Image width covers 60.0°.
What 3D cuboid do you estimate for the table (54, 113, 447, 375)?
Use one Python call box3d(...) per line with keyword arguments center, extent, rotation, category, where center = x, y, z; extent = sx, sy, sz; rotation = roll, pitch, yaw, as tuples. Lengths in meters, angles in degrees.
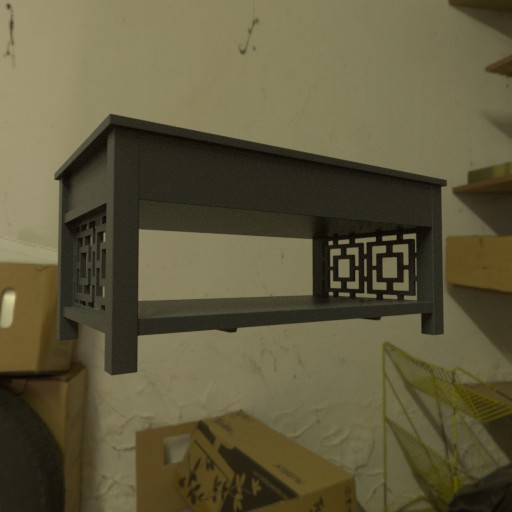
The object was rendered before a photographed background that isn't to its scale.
box3d(center=(0.000, 0.000, 1.375), extent=(1.068, 0.493, 0.612), rotation=(2, -3, -34), category="table")
